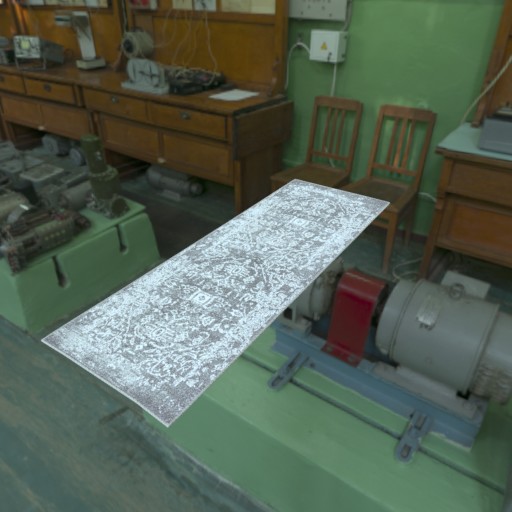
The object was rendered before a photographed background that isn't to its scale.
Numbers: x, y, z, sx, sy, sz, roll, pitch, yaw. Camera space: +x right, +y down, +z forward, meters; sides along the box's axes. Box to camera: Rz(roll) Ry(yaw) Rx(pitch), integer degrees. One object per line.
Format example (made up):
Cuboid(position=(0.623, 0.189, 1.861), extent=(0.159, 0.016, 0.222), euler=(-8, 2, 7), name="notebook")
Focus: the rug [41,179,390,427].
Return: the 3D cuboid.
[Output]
Cuboid(position=(0.000, 0.000, 2.774), extent=(0.855, 0.017, 2.452), euler=(20, 37, 28), name="rug")
